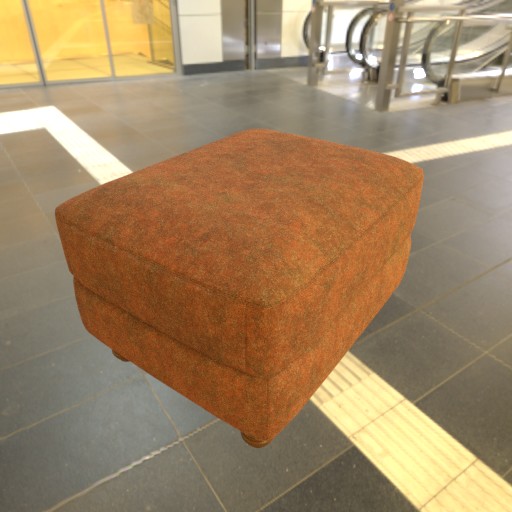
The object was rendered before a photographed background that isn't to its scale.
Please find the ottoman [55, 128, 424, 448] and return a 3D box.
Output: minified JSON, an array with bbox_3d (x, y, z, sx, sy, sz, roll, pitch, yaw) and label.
[{"bbox_3d":[0.000,0.000,1.161,0.635,0.508,0.787,21,38,30],"label":"ottoman"}]
